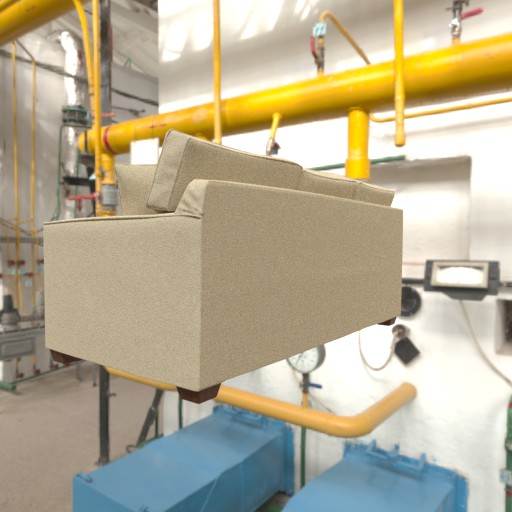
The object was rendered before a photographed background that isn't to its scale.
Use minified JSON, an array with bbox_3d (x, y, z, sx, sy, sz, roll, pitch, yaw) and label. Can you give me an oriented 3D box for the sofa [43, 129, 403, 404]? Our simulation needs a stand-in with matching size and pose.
[{"bbox_3d":[0.000,0.000,2.511,1.034,0.946,1.963,1,2,37],"label":"sofa"}]
